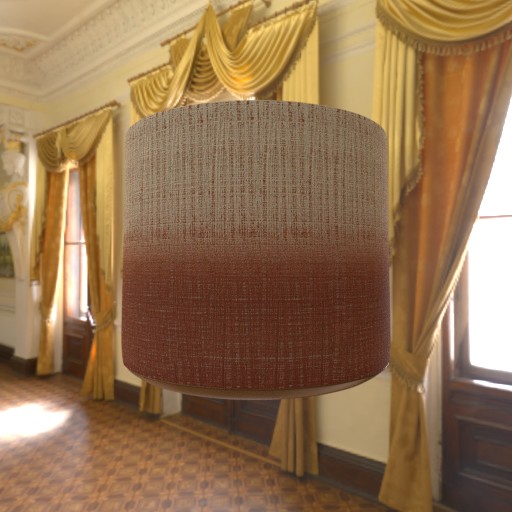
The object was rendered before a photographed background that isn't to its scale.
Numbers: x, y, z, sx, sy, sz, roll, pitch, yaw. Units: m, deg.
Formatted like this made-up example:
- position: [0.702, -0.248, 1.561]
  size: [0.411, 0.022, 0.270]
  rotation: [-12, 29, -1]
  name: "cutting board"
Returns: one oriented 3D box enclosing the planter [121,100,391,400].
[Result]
- position: [0.000, 0.000, 0.438]
  size: [0.254, 0.221, 0.254]
  rotation: [0, -1, 0]
  name: "planter"
